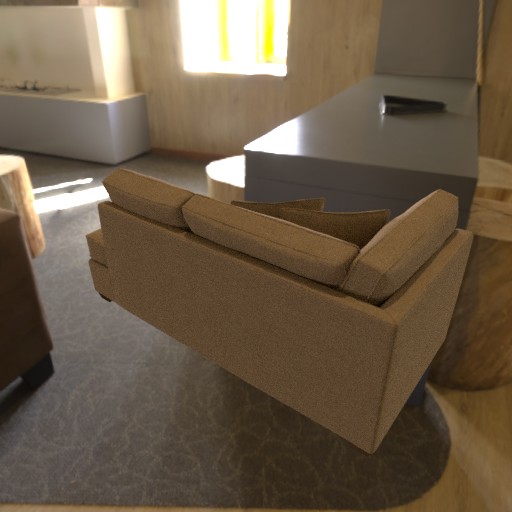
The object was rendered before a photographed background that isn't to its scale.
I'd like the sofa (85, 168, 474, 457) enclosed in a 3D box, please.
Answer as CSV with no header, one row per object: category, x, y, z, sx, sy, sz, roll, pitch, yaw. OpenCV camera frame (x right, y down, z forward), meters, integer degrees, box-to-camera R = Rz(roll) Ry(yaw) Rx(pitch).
sofa,0.000,0.000,2.814,2.238,1.019,1.110,21,36,33
